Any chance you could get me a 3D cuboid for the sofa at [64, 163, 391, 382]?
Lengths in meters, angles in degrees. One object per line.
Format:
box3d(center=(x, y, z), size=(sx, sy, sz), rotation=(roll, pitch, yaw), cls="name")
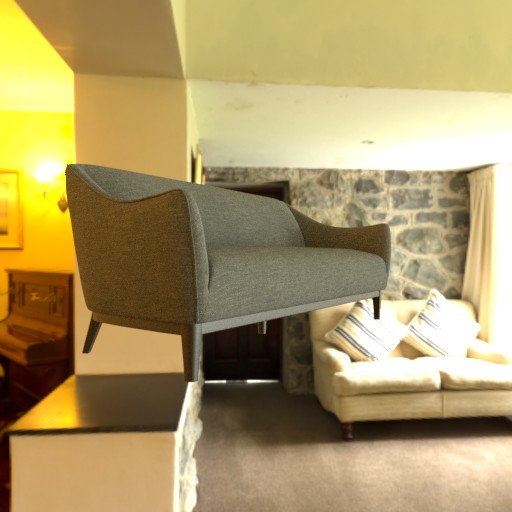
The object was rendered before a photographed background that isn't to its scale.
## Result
box3d(center=(0.000, 0.000, 2.389), size=(0.867, 0.829, 1.928), rotation=(0, 0, 35), cls="sofa")
